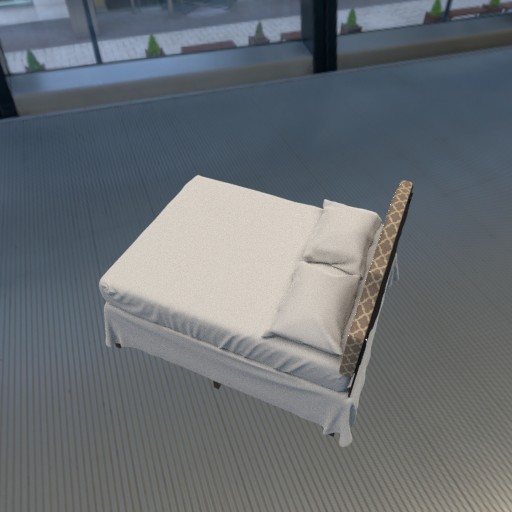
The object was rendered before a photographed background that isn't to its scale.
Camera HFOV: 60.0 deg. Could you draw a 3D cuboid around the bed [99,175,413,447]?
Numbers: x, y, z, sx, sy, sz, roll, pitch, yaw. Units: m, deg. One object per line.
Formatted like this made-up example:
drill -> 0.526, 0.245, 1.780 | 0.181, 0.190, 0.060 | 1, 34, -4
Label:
bed -> 0.000, 0.000, 3.521 | 2.222, 1.633, 1.780 | 17, 48, 16
